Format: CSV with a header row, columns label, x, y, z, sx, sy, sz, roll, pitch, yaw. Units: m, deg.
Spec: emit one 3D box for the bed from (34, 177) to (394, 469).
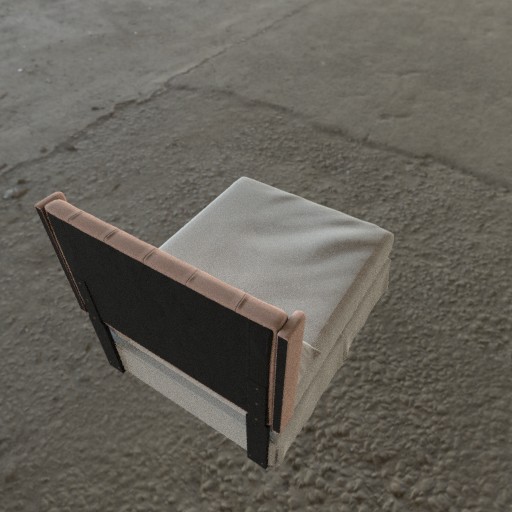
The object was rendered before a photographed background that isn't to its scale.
label,x,y,z,sx,sy,sz,roll,pitch,yaw
bed,0.000,0.000,3.402,1.719,1.665,2.066,25,50,23
